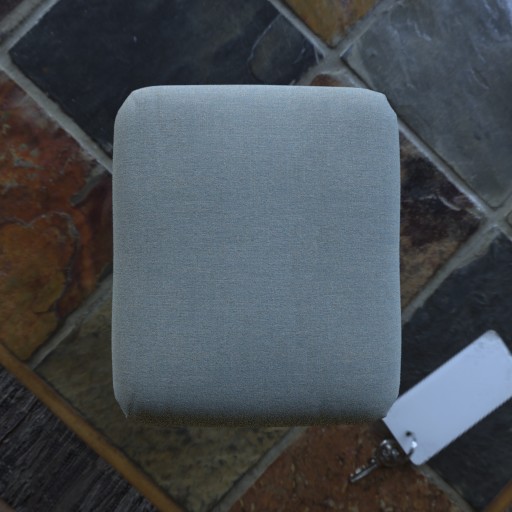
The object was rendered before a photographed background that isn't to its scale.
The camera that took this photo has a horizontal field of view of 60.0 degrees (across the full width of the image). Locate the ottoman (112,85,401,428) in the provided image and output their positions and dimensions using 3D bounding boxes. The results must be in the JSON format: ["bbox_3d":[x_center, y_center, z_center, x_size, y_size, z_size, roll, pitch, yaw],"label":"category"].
[{"bbox_3d":[0.000,0.000,1.096,0.622,0.450,0.747,0,89,-1],"label":"ottoman"}]
